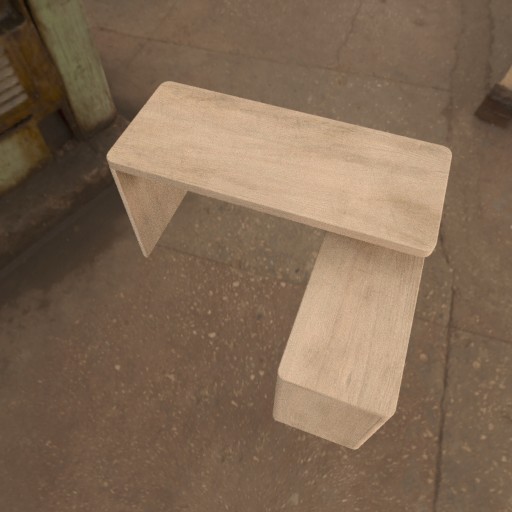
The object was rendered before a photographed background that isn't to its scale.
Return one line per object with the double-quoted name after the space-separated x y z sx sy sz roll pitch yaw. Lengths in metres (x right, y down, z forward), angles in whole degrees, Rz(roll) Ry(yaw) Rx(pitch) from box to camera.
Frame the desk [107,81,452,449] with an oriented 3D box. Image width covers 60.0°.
0.000 0.000 2.083 1.400 0.770 1.175 17 59 11 "desk"
